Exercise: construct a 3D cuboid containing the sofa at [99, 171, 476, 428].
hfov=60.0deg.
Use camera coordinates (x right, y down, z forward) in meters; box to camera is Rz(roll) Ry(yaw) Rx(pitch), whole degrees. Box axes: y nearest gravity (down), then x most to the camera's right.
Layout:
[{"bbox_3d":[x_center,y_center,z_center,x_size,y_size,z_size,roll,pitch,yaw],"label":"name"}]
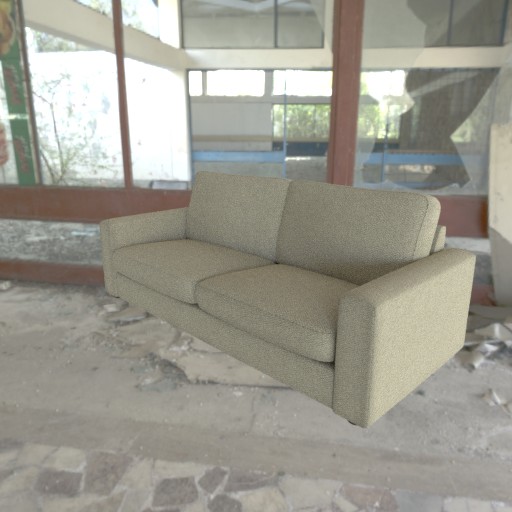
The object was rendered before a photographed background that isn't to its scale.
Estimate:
[{"bbox_3d":[0.000,0.000,2.687,1.016,0.873,2.179,-15,22,-43],"label":"sofa"}]
